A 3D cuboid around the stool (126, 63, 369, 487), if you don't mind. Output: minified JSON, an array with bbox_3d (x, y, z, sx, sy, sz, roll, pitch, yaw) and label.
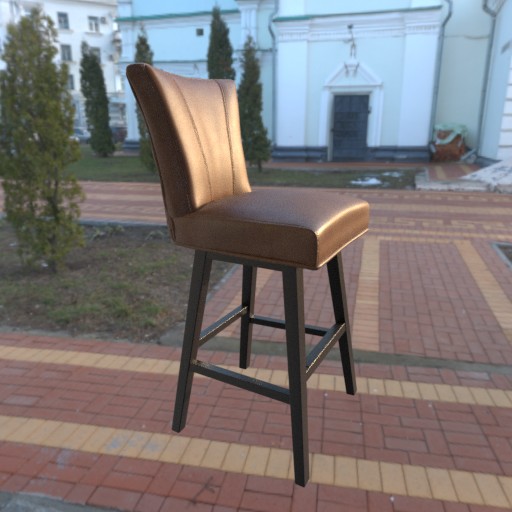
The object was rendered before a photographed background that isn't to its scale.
[{"bbox_3d":[0.000,0.000,1.390,0.585,1.094,0.522,8,18,26],"label":"stool"}]
